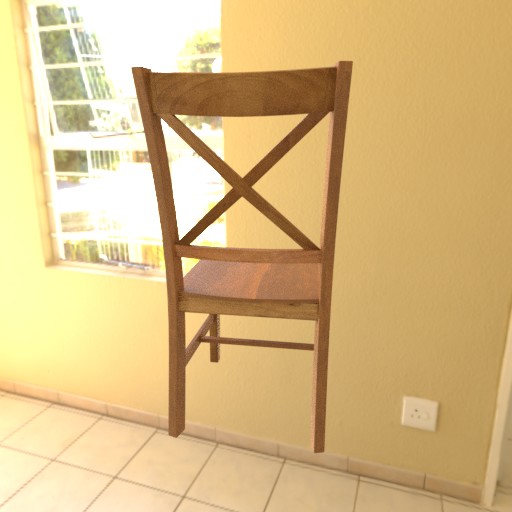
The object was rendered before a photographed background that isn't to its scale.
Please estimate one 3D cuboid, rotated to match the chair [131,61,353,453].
[{"bbox_3d":[0.000,0.000,1.312,0.485,0.983,0.542,2,15,9],"label":"chair"}]
